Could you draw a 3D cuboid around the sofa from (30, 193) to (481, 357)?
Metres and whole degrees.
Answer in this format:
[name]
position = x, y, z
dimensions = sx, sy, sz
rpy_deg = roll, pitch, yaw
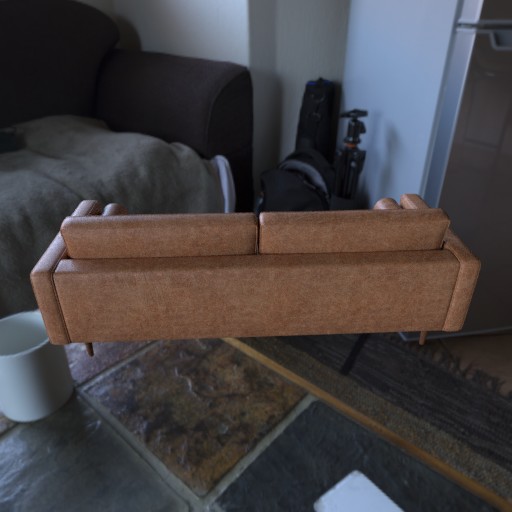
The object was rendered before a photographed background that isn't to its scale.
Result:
[sofa]
position = 0.000, 0.000, 2.605
dimensions = 2.200, 0.770, 0.919
rpy_deg = -2, 31, -3
